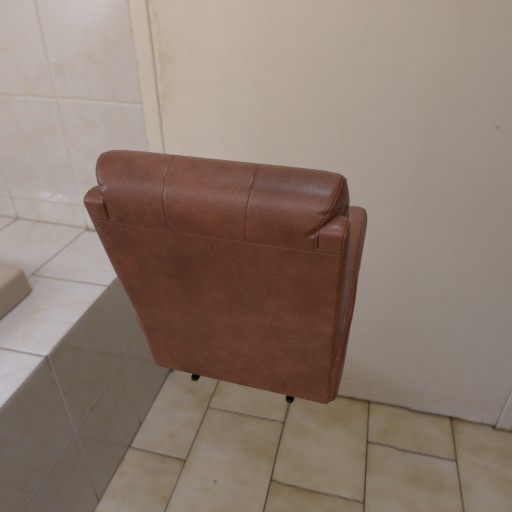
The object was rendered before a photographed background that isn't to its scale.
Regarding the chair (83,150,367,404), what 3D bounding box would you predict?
[{"bbox_3d":[0.000,0.000,1.702,0.787,1.016,0.939,9,33,14],"label":"chair"}]
